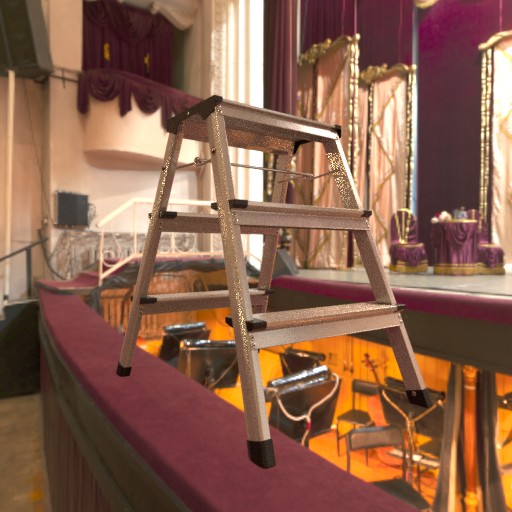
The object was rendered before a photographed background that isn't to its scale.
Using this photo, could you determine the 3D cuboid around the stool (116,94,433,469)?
[{"bbox_3d":[0.000,0.000,1.011,0.437,0.605,0.622,-1,1,-37],"label":"stool"}]
